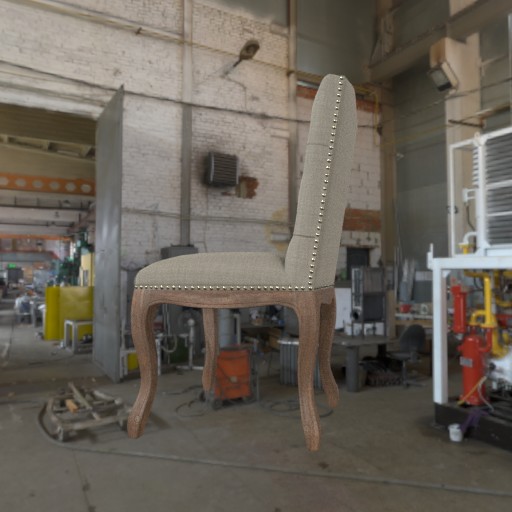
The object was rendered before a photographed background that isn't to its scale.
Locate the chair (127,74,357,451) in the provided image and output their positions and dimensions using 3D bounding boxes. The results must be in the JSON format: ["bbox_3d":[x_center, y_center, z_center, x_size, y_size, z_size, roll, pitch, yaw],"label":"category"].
[{"bbox_3d":[0.000,0.000,1.654,0.731,1.191,0.637,-1,-2,17],"label":"chair"}]
